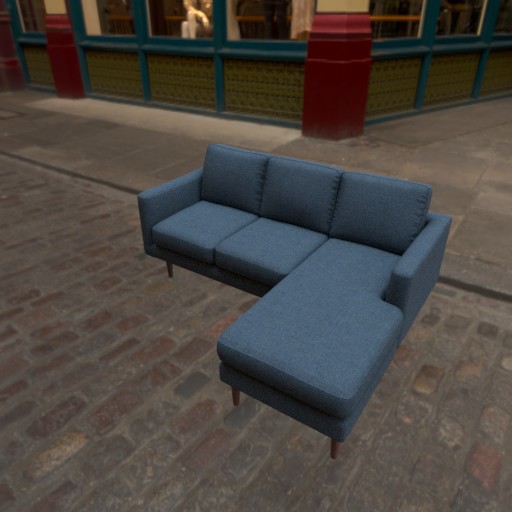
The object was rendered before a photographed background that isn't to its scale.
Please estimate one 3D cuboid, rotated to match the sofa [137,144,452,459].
[{"bbox_3d":[0.000,0.000,2.944,2.055,0.957,1.667,18,34,29],"label":"sofa"}]
